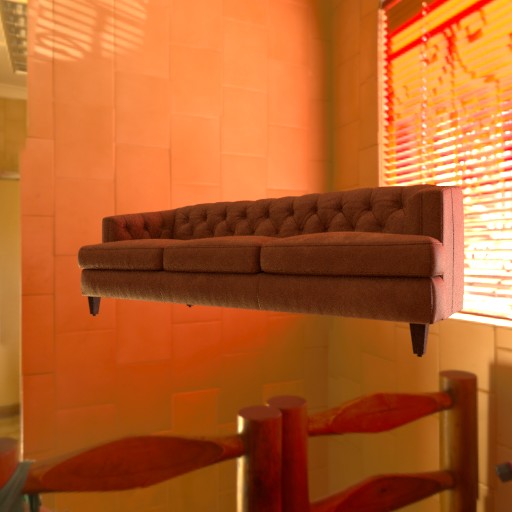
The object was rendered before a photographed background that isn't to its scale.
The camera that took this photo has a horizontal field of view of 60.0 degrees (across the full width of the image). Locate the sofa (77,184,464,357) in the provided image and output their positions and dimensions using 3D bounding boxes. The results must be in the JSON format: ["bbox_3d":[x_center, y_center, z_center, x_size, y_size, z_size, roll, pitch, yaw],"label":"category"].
[{"bbox_3d":[0.000,0.000,2.628,2.257,0.791,0.922,0,0,35],"label":"sofa"}]
